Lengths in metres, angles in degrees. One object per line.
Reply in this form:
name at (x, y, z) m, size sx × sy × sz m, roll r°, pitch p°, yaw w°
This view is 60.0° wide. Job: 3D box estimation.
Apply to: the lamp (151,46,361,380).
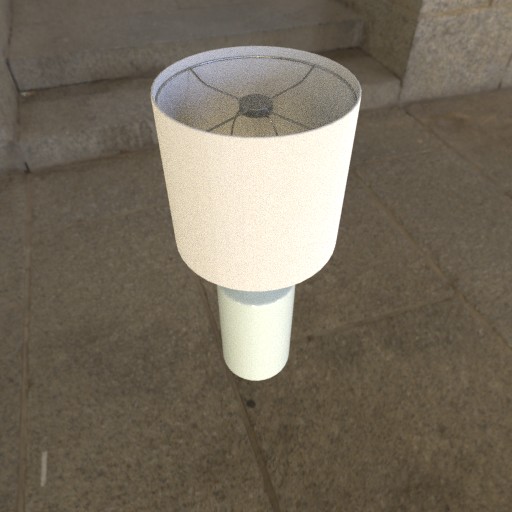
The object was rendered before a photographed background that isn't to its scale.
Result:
lamp at (0.000, 0.000, 0.624) m, size 0.212 × 0.493 × 0.212 m, roll 32°, pitch 53°, yaw 28°
